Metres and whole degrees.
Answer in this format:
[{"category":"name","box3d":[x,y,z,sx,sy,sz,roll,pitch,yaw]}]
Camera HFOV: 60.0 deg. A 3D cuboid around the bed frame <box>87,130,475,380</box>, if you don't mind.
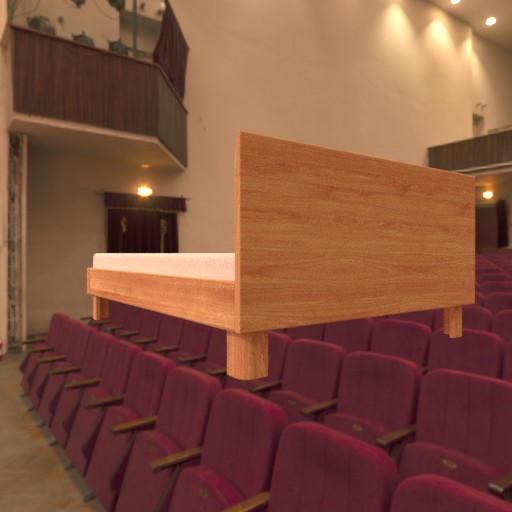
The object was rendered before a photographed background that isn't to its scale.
[{"category":"bed frame","box3d":[0.000,0.000,2.961,1.660,0.940,2.092,0,0,-36]}]
